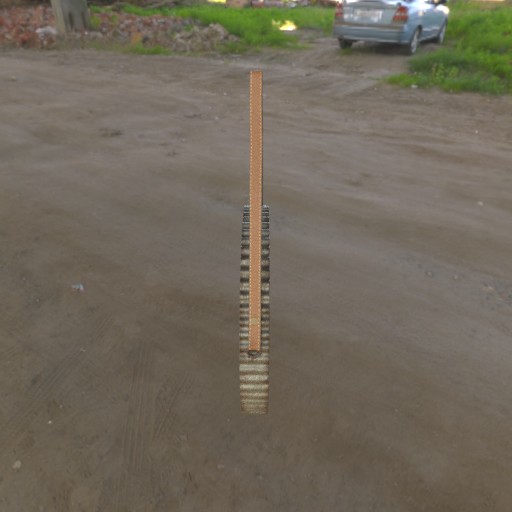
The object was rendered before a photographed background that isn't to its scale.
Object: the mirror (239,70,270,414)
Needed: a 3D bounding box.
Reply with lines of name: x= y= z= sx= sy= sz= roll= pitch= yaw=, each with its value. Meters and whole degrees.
mirror: x=0.000 y=0.000 z=0.725 sx=0.042 sy=0.568 sz=0.355 roll=0 pitch=32 yaw=1
